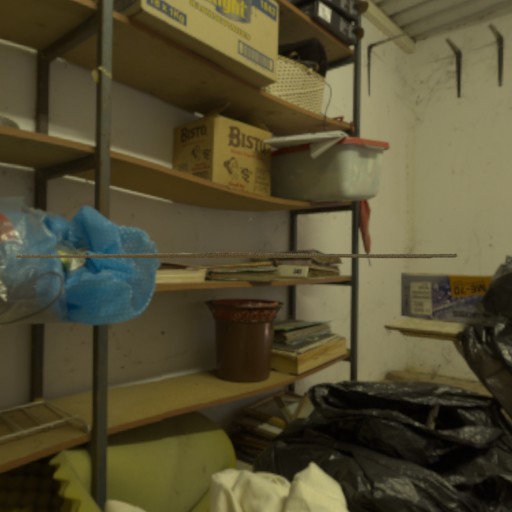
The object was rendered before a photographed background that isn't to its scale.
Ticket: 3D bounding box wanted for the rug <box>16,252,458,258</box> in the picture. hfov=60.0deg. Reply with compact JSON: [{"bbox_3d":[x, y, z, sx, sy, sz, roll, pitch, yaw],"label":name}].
[{"bbox_3d":[0.000,0.000,4.140,3.202,0.045,2.434,0,0,19],"label":"rug"}]
